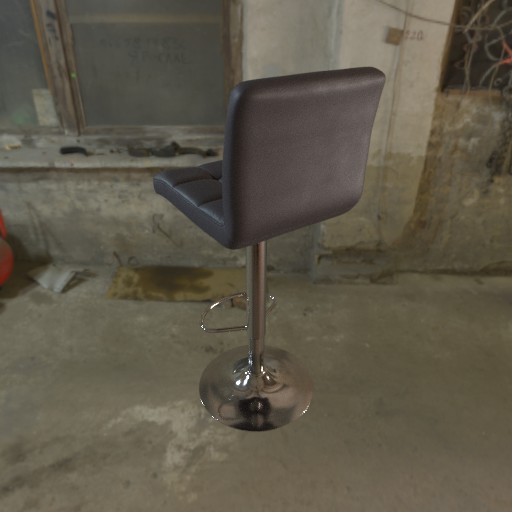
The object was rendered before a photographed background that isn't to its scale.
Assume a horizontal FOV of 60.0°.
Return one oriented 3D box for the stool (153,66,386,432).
[{"bbox_3d":[0.000,0.000,1.374,0.430,1.115,0.505,-20,36,-30],"label":"stool"}]
